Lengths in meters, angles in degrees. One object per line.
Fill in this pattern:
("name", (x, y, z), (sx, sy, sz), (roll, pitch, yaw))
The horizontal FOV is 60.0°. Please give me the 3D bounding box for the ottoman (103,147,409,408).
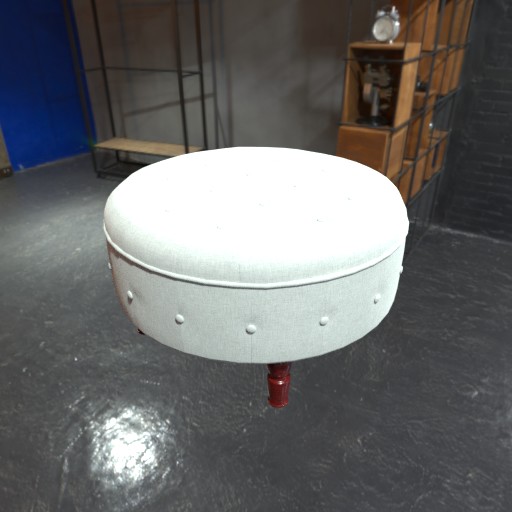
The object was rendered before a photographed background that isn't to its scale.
("ottoman", (0.000, 0.000, 1.366), (0.850, 0.483, 0.850), (0, 29, 0))
